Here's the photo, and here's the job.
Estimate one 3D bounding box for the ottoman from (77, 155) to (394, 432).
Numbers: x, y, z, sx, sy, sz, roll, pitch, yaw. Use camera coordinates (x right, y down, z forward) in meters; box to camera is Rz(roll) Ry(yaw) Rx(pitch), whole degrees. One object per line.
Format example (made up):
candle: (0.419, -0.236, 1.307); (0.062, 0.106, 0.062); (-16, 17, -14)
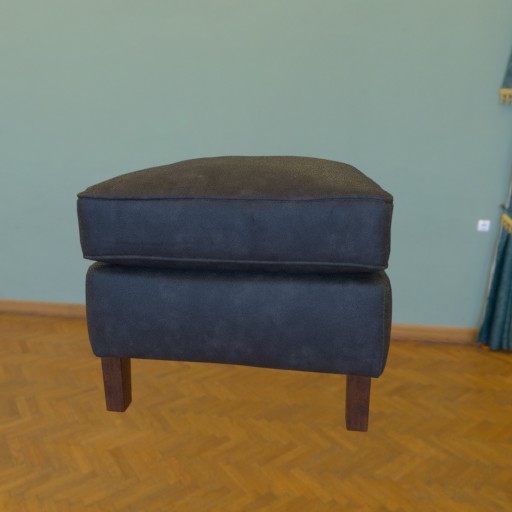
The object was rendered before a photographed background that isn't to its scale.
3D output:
ottoman: (0.000, 0.000, 0.968); (0.501, 0.413, 0.665); (2, 15, 7)
